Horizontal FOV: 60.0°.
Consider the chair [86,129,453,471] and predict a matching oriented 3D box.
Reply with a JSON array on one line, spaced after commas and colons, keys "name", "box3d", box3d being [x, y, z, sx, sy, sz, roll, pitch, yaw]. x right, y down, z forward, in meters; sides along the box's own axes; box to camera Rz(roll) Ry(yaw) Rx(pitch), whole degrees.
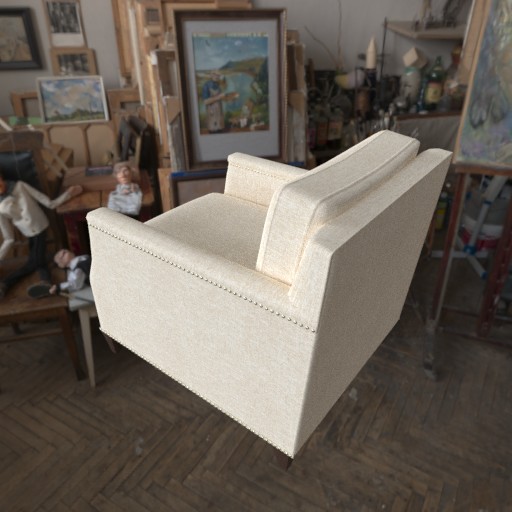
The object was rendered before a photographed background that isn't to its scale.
[{"name": "chair", "box3d": [0.000, 0.000, 1.690, 1.041, 0.940, 0.838, 22, 38, 31]}]
